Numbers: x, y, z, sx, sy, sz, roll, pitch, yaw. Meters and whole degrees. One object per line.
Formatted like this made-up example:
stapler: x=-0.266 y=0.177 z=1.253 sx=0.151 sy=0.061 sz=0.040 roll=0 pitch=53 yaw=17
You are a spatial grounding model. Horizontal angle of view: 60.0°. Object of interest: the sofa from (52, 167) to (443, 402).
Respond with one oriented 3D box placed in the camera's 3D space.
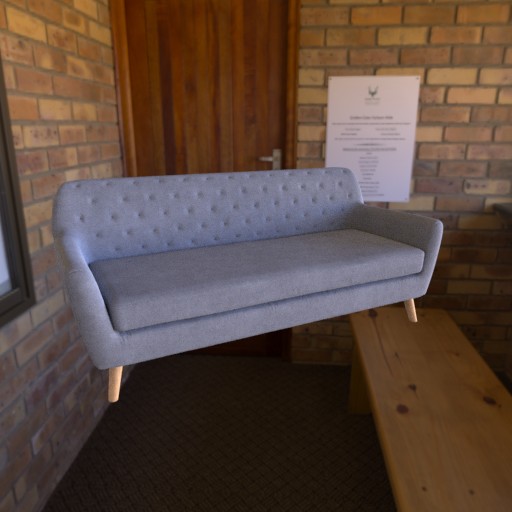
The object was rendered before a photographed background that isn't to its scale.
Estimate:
sofa: x=0.000 y=0.000 z=2.406 sx=1.970 sy=0.830 sz=0.830 roll=-8 pitch=18 yaw=-26
